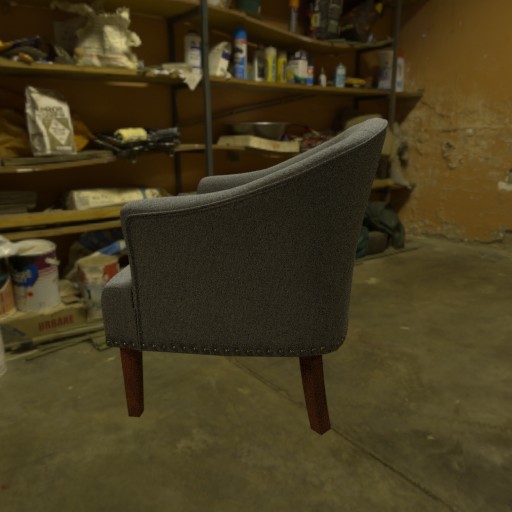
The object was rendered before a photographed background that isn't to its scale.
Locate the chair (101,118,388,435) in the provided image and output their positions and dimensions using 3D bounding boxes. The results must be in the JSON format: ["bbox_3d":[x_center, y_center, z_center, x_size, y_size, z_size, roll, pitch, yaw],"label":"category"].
[{"bbox_3d":[0.000,0.000,1.379,0.704,0.815,0.798,2,15,8],"label":"chair"}]
